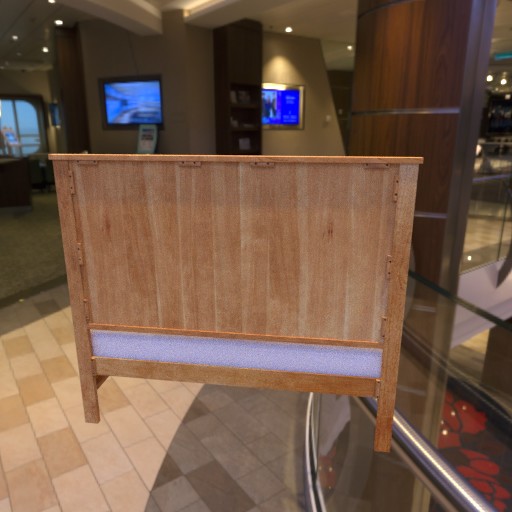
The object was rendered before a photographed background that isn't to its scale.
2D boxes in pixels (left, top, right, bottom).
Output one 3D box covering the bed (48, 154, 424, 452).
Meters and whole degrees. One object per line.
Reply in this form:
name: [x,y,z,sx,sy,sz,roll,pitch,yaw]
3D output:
bed: [0.000,0.000,4.055,2.225,1.938,2.530,2,16,8]
